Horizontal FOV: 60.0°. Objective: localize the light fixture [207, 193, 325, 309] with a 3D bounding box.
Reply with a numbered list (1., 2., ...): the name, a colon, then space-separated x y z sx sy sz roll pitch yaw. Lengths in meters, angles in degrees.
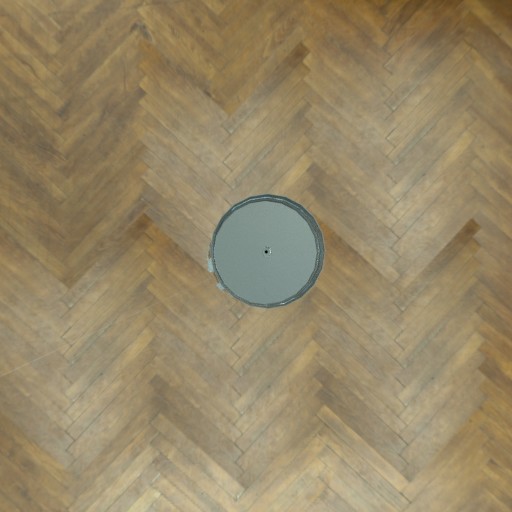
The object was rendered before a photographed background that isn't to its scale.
1. light fixture: 0.000 0.000 1.722 0.500 1.511 0.496 0 89 -2
